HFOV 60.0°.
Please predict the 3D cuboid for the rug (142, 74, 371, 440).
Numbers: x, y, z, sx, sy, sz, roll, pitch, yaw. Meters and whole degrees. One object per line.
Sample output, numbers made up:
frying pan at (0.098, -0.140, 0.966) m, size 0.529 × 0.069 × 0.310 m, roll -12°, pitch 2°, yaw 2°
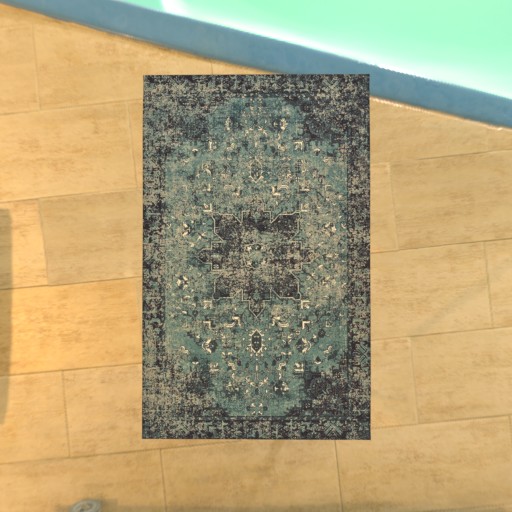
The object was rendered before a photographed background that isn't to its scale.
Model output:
rug at (0.000, 0.000, 2.961) m, size 1.525 × 0.007 × 2.440 m, roll 0°, pitch 89°, yaw 1°
